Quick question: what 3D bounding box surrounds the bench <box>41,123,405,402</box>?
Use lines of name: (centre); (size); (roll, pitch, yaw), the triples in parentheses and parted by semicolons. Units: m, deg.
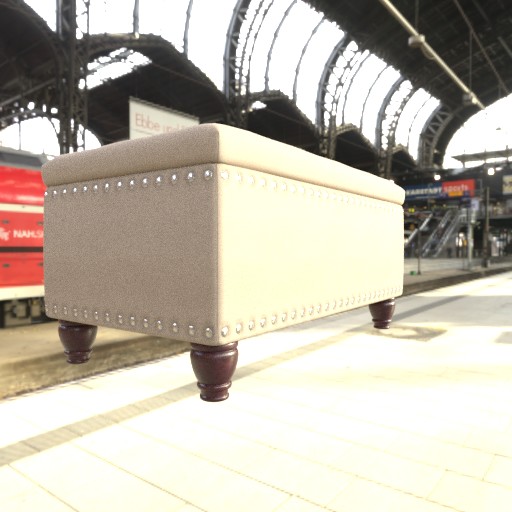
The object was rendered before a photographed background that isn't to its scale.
bench: (0.000, 0.000, 1.156); (0.500, 0.449, 0.887); (1, 2, 36)
